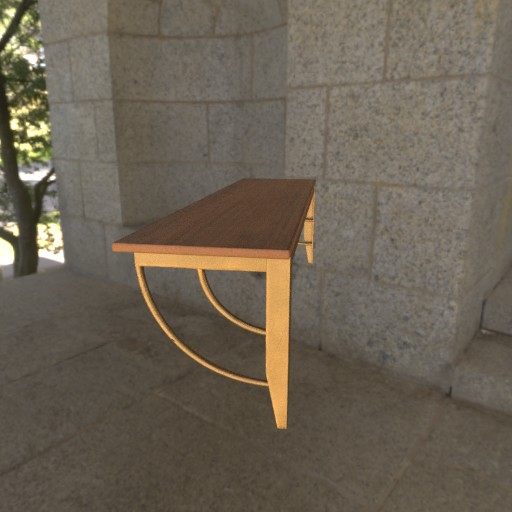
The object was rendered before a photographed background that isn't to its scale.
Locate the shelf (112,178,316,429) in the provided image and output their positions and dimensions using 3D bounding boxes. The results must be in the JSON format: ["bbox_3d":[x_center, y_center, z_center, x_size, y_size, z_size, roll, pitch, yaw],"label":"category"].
[{"bbox_3d":[0.000,0.000,0.726,0.166,0.190,0.636,3,16,9],"label":"shelf"}]
